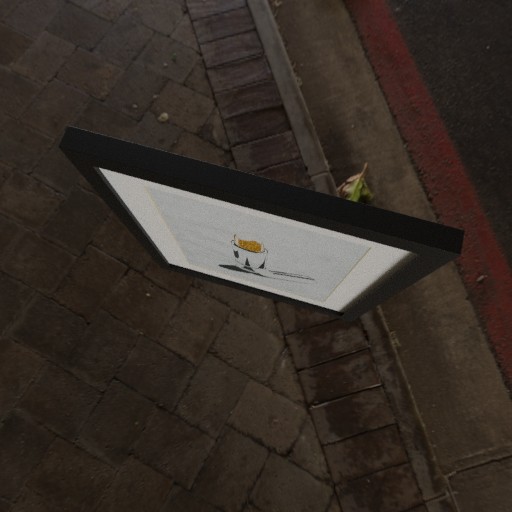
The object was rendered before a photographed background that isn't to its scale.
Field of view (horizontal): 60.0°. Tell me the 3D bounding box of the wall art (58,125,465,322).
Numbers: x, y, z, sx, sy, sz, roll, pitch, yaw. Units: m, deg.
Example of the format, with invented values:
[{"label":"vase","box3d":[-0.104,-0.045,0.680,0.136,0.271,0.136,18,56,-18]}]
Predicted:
[{"label":"wall art","box3d":[0.000,0.000,0.757,0.457,0.559,0.029,16,75,4]}]
